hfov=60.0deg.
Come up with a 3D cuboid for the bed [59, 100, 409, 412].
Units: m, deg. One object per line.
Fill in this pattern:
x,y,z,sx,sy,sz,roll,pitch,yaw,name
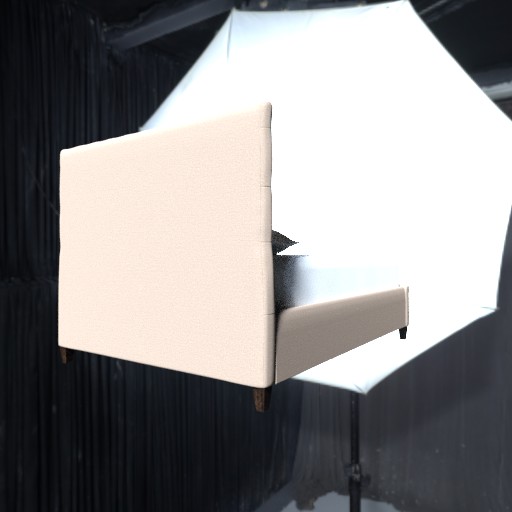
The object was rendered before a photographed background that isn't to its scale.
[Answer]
0.000,0.000,3.382,1.696,1.426,2.233,0,0,35,bed
